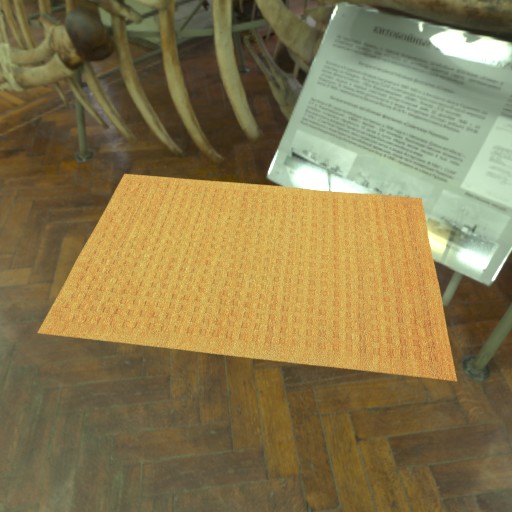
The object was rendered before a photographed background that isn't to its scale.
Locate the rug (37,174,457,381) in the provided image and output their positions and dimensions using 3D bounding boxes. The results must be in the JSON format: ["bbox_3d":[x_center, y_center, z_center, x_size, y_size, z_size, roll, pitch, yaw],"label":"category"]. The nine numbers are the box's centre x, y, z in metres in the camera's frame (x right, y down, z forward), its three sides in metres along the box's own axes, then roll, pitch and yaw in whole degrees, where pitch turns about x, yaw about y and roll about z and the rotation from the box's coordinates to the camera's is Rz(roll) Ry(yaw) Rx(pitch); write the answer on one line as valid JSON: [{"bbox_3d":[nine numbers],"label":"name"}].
[{"bbox_3d":[0.000,0.000,2.206,1.747,0.006,1.143,5,47,5],"label":"rug"}]
